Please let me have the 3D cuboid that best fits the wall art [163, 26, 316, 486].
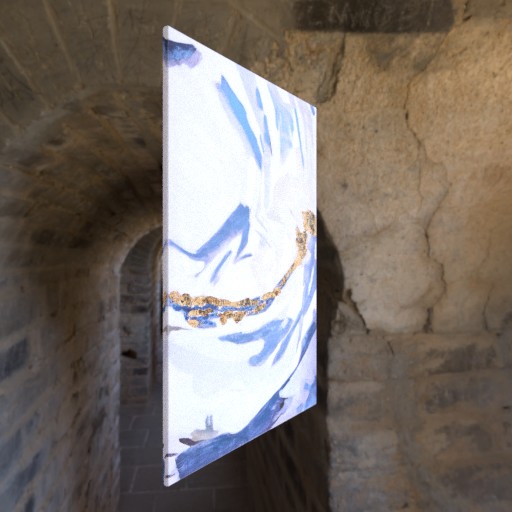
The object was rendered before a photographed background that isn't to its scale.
[{"bbox_3d":[0.000,0.000,1.124,0.016,0.914,0.610,0,0,36],"label":"wall art"}]
